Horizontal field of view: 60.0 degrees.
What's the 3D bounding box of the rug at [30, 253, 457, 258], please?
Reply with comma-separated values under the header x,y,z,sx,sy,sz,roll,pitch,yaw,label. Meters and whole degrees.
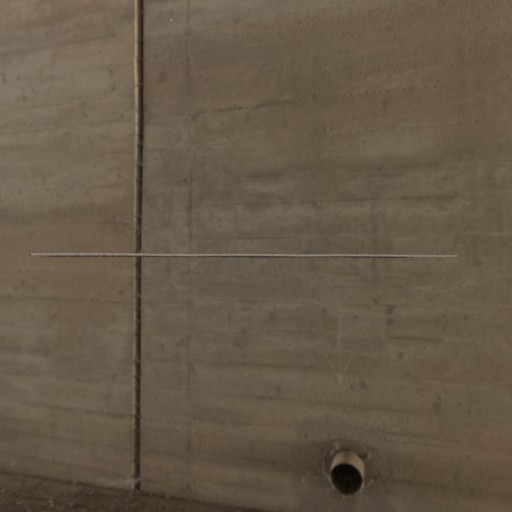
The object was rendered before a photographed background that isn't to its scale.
x,y,z,sx,sy,sz,roll,pitch,yaw,label
0.000,0.000,2.465,2.182,0.015,0.645,0,-1,-18,rug
